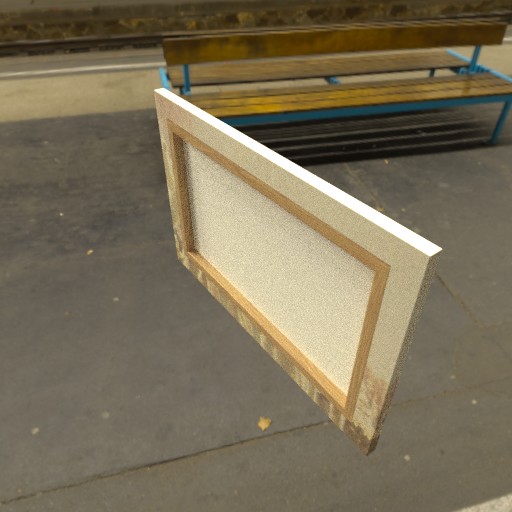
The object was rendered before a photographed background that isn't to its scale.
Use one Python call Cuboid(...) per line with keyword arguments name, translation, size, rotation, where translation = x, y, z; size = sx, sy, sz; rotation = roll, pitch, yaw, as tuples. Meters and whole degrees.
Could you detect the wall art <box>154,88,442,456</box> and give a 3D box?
Cuboid(name="wall art", translation=(0.000, 0.000, 1.429), size=(0.041, 0.758, 1.142), rotation=(-25, 45, -28))
